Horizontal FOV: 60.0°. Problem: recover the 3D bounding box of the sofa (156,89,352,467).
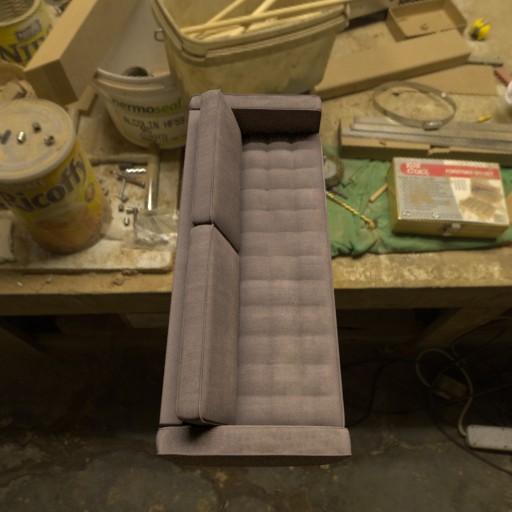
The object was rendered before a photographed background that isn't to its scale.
[{"bbox_3d":[0.000,0.000,2.676,0.923,0.813,2.295,0,63,0],"label":"sofa"}]
